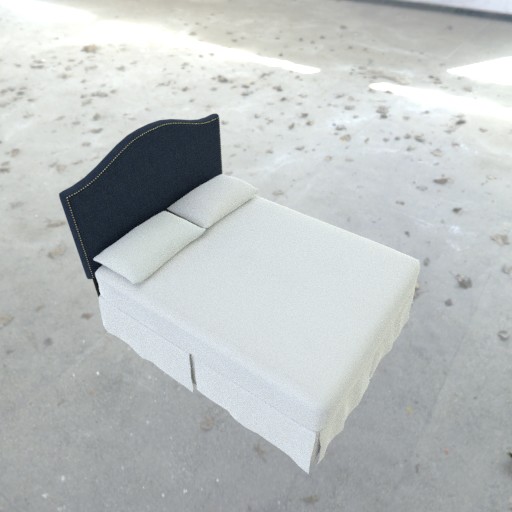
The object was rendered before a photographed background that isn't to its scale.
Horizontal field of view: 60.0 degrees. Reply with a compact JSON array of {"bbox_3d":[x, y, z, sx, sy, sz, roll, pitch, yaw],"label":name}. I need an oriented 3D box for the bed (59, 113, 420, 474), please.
[{"bbox_3d":[0.000,0.000,3.352,2.153,1.518,1.725,25,47,26],"label":"bed"}]
